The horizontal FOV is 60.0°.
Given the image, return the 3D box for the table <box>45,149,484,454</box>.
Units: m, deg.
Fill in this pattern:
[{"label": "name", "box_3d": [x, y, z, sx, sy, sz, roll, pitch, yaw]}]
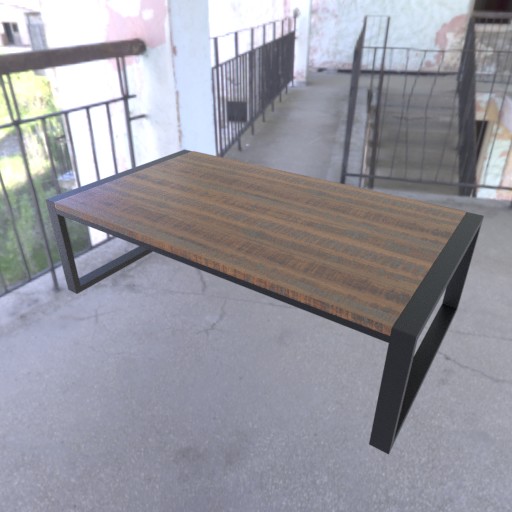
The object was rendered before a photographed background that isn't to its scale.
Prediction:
[{"label": "table", "box_3d": [0.000, 0.000, 1.655, 1.350, 0.400, 0.750, 19, 35, 29]}]
